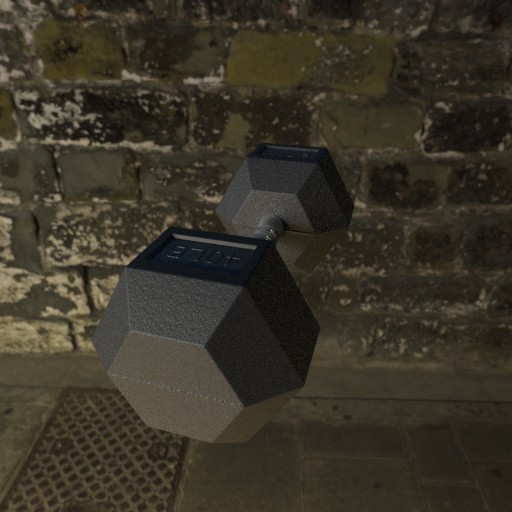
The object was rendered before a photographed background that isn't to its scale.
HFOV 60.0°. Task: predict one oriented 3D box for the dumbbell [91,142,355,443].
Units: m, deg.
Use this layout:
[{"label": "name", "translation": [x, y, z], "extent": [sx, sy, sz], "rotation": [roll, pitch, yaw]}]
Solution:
[{"label": "dumbbell", "translation": [0.000, 0.000, 0.430], "extent": [0.157, 0.137, 0.361], "rotation": [8, 30, 15]}]
